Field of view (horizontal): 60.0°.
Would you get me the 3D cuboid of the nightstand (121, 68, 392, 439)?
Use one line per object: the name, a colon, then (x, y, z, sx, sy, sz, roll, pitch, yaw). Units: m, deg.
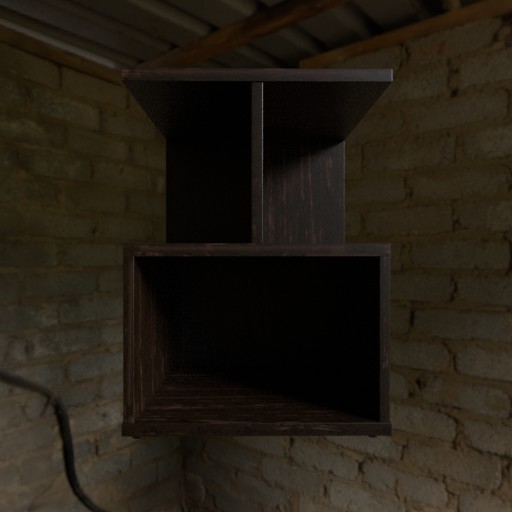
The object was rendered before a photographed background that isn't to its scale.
nightstand: (0.000, 0.000, 0.832, 0.400, 0.559, 0.356, 0, 0, -1)
